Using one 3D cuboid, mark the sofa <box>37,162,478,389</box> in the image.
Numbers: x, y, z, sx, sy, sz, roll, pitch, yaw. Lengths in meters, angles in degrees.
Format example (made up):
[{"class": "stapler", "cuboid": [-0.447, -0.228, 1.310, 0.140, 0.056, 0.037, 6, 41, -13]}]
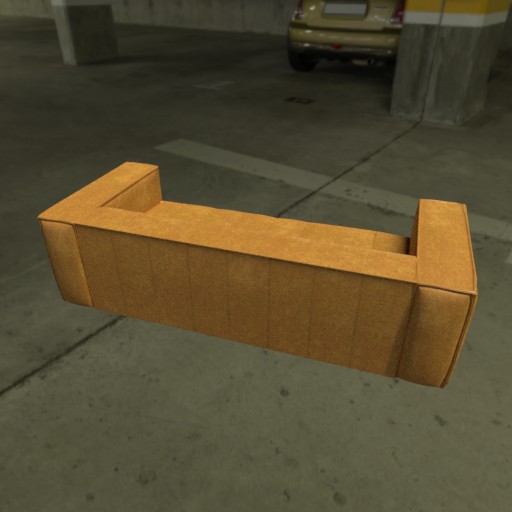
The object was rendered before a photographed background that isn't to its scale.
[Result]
[{"class": "sofa", "cuboid": [0.000, 0.000, 2.992, 2.581, 0.701, 1.102, 10, 33, 16]}]
